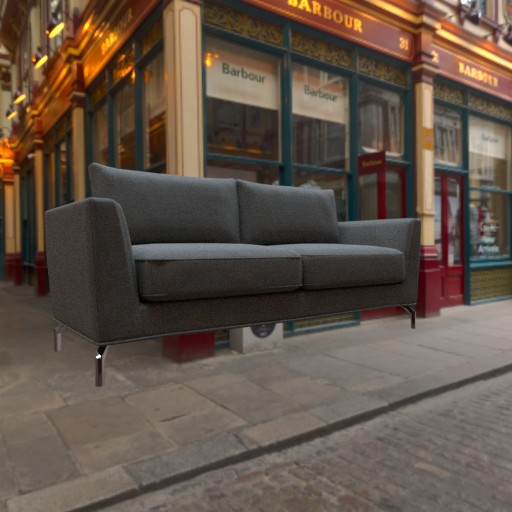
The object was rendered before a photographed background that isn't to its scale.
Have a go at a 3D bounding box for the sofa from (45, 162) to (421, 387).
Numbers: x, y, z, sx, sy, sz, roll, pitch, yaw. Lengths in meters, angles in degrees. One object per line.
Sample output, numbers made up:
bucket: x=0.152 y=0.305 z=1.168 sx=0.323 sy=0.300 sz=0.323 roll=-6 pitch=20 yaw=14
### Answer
sofa: x=0.000 y=0.000 z=2.696 sx=2.212 sy=1.002 sz=0.869 roll=-1 pitch=1 yaw=-36
